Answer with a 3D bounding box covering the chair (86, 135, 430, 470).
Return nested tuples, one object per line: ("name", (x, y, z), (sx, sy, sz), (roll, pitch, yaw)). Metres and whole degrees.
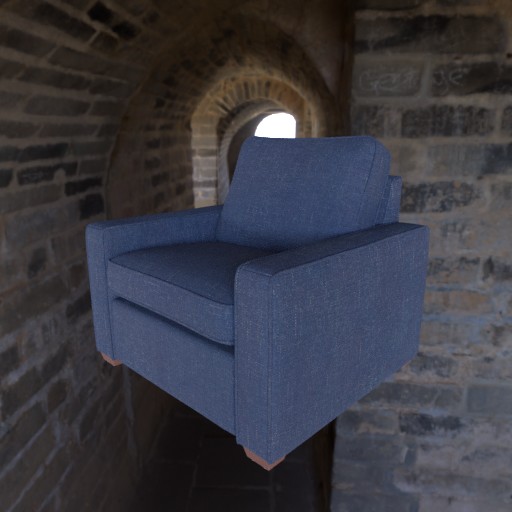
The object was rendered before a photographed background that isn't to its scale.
("chair", (0.000, 0.000, 1.741), (1.017, 0.919, 0.940), (14, 20, 42))
